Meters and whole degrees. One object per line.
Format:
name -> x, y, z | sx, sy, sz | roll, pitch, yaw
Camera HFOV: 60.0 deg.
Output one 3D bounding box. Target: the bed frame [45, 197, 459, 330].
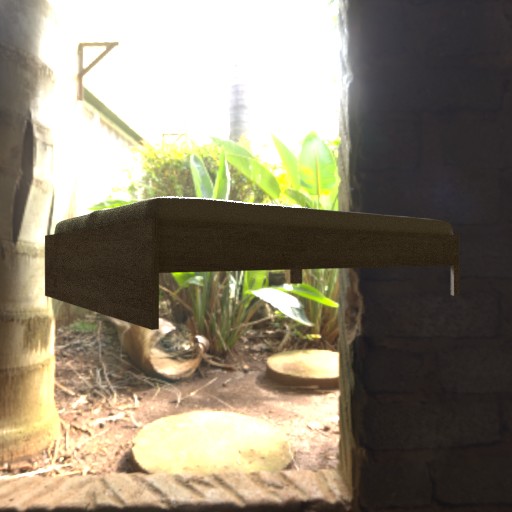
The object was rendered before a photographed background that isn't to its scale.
bed frame -> 0.000, 0.000, 2.571 | 1.950, 0.462, 1.490 | 0, 0, -37
